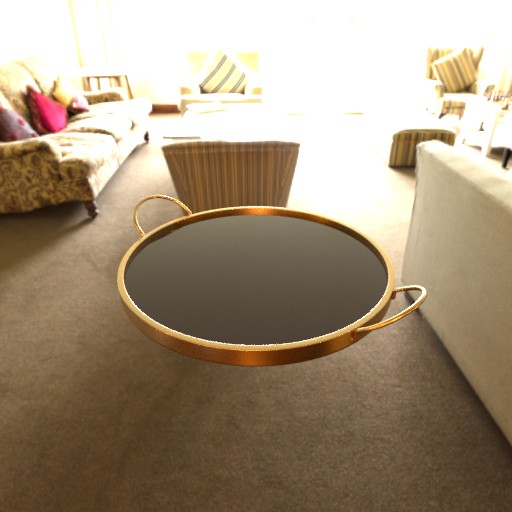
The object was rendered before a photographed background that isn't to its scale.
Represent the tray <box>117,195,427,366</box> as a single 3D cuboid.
[{"bbox_3d":[0.000,0.000,0.721,0.543,0.069,0.438,22,36,33],"label":"tray"}]
